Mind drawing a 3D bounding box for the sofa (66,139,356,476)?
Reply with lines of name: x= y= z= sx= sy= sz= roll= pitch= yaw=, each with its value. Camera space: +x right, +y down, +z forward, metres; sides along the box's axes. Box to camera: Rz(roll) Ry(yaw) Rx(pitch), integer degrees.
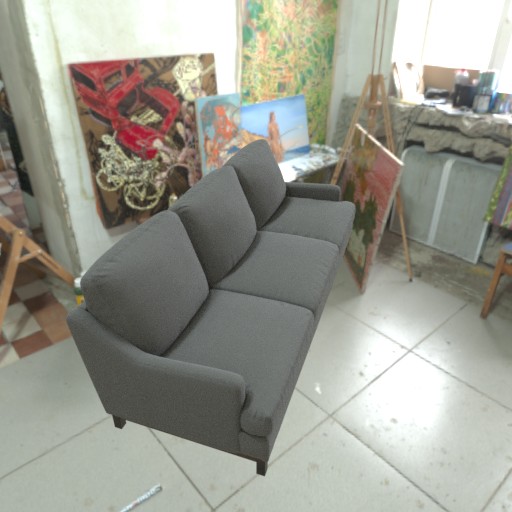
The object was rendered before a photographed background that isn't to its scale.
sofa: x=0.000 y=0.000 z=2.871 sx=0.987 sy=0.926 sz=2.344 roll=10 pitch=32 yaw=17
